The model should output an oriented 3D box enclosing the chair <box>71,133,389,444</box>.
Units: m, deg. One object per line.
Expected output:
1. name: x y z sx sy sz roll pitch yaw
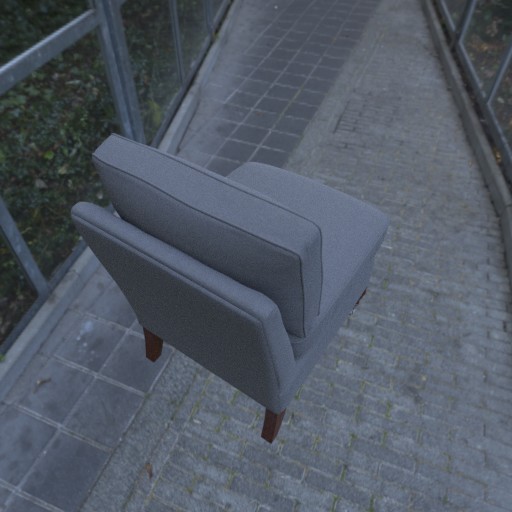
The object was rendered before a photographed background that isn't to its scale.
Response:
1. chair: 0.000 0.000 1.666 0.724 1.045 0.924 27 52 23
